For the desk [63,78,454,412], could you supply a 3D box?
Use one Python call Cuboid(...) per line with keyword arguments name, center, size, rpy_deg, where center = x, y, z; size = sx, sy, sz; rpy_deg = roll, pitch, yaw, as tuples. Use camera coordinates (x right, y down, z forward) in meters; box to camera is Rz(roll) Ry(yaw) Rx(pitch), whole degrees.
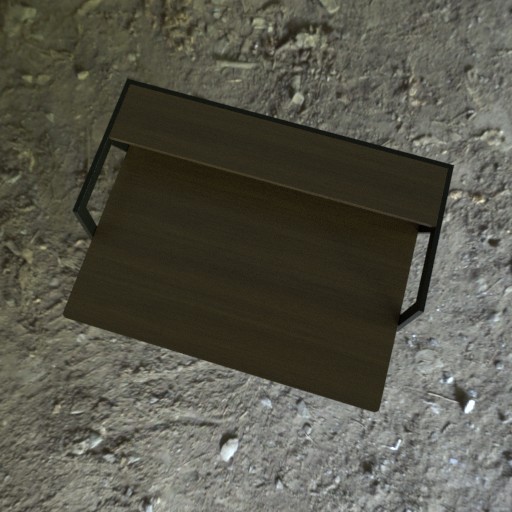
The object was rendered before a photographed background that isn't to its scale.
Cuboid(name="desk", center=(0.000, 0.000, 1.896), size=(1.143, 0.998, 0.936), rpy_deg=(16, 77, 4))
